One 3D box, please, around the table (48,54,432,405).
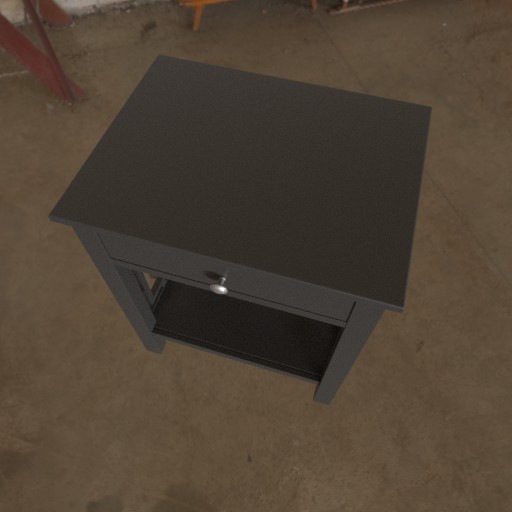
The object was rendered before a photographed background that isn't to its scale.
[{"bbox_3d":[0.000,0.000,1.043,0.564,0.646,0.451,14,59,9],"label":"table"}]
